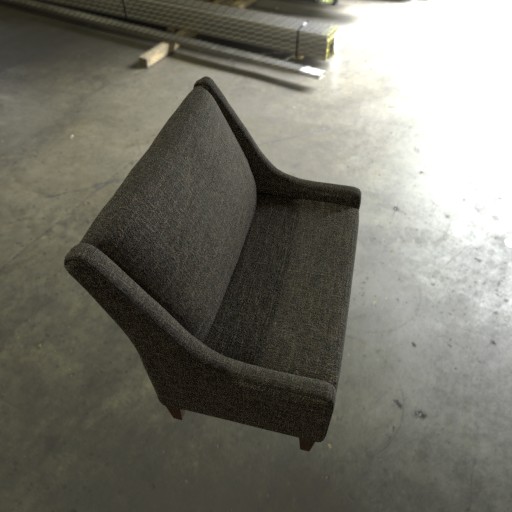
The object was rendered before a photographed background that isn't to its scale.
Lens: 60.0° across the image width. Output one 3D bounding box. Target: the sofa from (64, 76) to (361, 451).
[{"bbox_3d":[0.000,0.000,1.957,0.870,1.021,1.242,10,47,9],"label":"sofa"}]
